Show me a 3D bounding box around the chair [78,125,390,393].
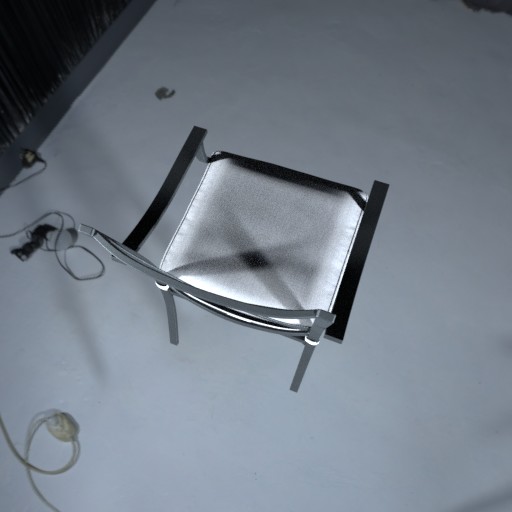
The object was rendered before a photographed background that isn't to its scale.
[{"bbox_3d":[0.000,0.000,1.280,0.575,0.889,0.620,19,65,9],"label":"chair"}]
